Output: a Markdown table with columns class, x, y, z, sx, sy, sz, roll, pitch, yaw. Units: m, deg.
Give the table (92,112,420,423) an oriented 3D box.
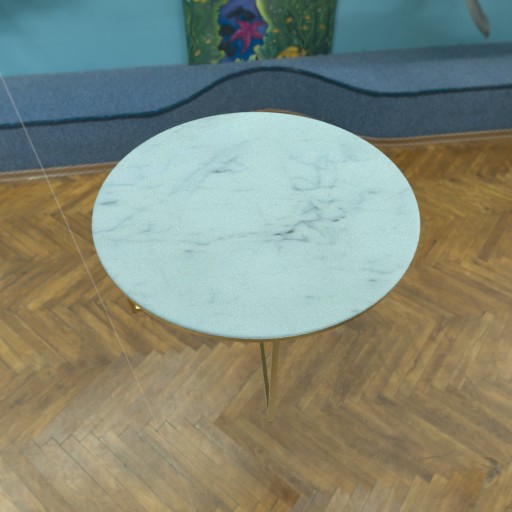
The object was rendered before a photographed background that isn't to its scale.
| class | x | y | z | sx | sy | sz | roll | pitch | yaw |
| --- | --- | --- | --- | --- | --- | --- | --- | --- | --- |
| table | 0.000 | 0.000 | 1.276 | 0.800 | 0.450 | 0.800 | 0 | 49 | 0 |
